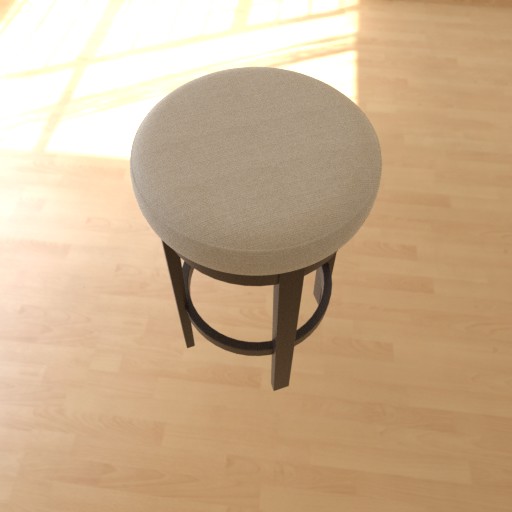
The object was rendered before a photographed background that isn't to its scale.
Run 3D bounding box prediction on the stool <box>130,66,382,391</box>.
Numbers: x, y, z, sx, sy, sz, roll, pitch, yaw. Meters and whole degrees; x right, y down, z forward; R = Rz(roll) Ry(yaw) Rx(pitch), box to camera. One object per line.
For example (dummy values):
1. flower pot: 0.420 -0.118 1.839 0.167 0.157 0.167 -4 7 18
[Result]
1. stool: 0.000 0.000 1.043 0.446 0.758 0.446 0 59 0
